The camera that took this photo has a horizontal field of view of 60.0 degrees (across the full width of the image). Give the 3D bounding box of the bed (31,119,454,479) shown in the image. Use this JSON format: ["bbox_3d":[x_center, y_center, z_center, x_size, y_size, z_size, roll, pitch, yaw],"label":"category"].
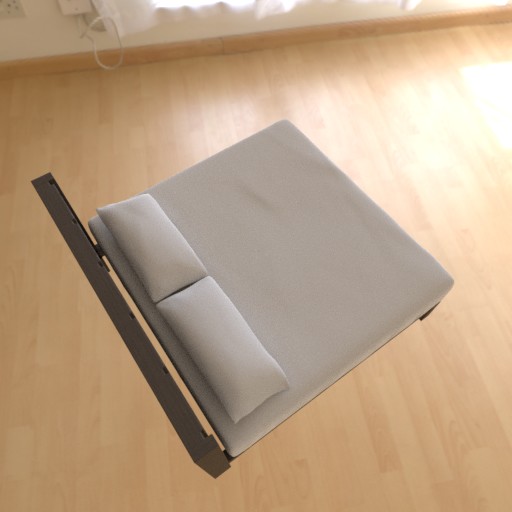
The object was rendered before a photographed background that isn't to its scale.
[{"bbox_3d":[0.000,0.000,3.441,2.238,1.261,2.143,-32,65,-17],"label":"bed"}]
